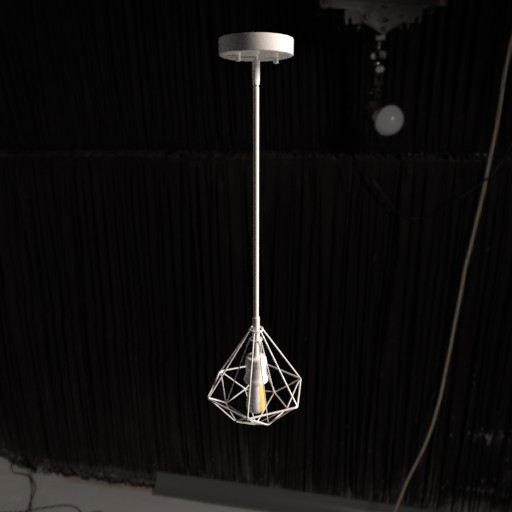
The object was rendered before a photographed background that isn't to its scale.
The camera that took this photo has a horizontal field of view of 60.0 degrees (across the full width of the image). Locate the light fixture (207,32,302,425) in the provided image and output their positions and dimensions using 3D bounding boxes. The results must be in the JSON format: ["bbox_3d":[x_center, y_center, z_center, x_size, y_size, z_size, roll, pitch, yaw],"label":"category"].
[{"bbox_3d":[0.000,0.000,1.984,0.431,1.764,0.487,3,17,9],"label":"light fixture"}]
